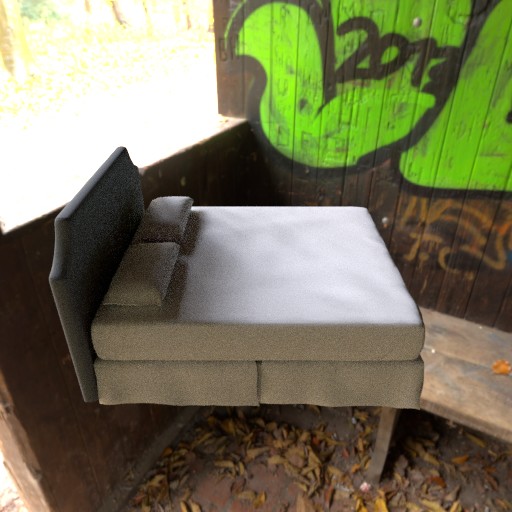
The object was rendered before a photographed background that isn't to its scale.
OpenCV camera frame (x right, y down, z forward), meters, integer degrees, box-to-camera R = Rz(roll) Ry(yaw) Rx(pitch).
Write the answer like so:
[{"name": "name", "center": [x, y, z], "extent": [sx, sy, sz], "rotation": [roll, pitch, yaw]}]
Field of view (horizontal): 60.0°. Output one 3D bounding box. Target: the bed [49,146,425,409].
[{"name": "bed", "center": [0.000, 0.000, 3.366], "extent": [2.259, 1.296, 1.811], "rotation": [0, 31, 0]}]
